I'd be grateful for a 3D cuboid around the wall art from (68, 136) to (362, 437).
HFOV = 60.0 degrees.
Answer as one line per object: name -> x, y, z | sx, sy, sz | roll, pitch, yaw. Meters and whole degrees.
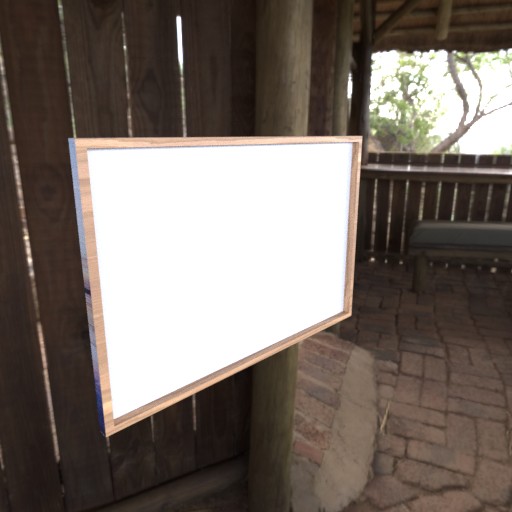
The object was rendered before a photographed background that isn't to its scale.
wall art -> 0.000, 0.000, 1.455 | 1.137, 0.756, 0.034 | -15, 21, -43
